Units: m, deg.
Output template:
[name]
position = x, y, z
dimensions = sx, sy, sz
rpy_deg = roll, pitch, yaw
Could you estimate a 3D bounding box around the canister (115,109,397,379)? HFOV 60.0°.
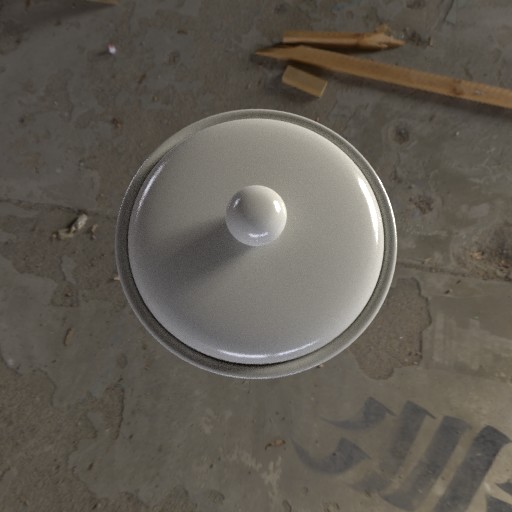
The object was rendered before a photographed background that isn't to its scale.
[canister]
position = 0.000, 0.000, 0.342
dimensions = 0.182, 0.208, 0.182
rpy_deg = 0, 75, 0
